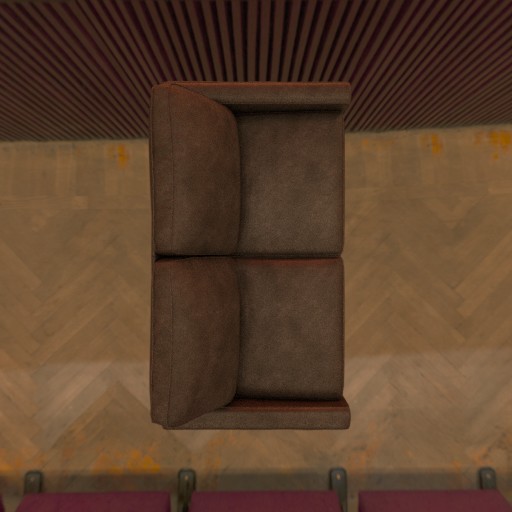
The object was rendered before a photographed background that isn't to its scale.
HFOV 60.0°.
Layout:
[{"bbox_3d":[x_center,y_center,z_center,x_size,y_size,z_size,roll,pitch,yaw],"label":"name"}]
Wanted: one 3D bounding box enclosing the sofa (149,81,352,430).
[{"bbox_3d":[0.000,0.000,2.283,0.939,0.916,1.732,0,91,0],"label":"sofa"}]
